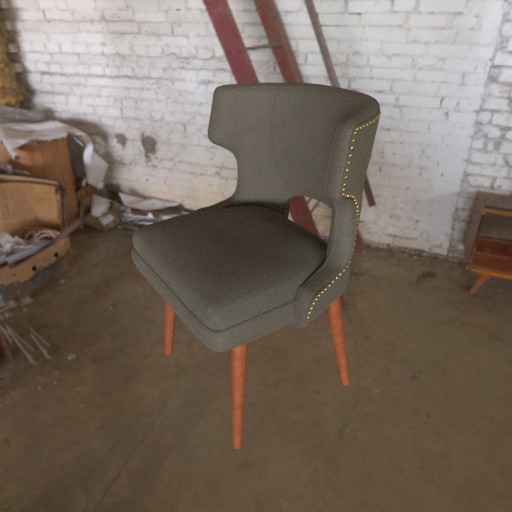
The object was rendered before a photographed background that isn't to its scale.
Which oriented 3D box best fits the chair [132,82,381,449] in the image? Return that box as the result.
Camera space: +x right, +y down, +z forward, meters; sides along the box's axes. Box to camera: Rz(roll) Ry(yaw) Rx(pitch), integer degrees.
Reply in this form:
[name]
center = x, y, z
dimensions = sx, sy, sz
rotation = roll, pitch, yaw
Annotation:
[chair]
center = 0.000, 0.000, 1.262
dimensions = 0.581, 0.863, 0.595
rotation = -19, 35, -29
